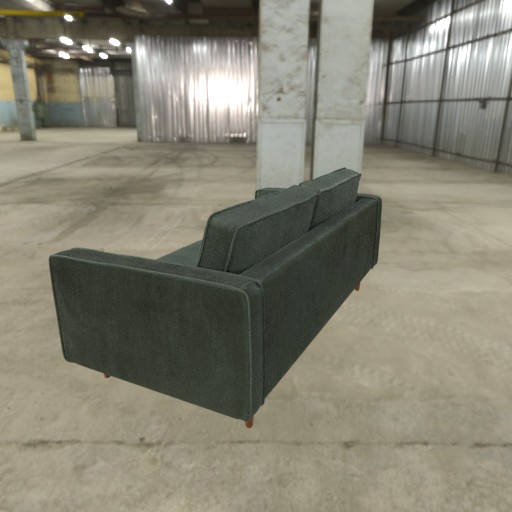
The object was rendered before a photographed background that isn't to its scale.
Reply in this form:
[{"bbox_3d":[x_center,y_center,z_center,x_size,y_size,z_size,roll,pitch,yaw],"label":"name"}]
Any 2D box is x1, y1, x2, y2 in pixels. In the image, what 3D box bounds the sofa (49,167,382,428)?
[{"bbox_3d":[0.000,0.000,2.283,0.886,0.781,1.816,9,20,26],"label":"sofa"}]
